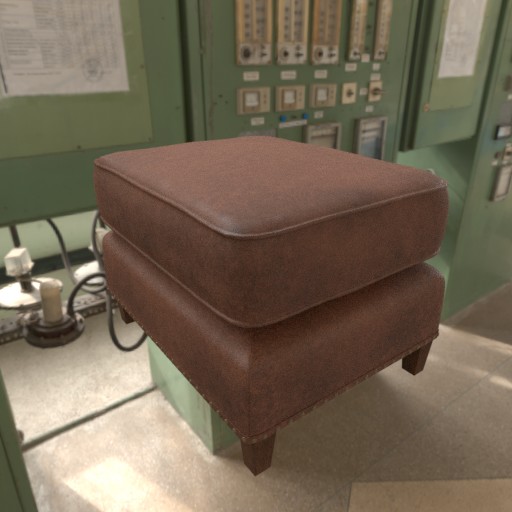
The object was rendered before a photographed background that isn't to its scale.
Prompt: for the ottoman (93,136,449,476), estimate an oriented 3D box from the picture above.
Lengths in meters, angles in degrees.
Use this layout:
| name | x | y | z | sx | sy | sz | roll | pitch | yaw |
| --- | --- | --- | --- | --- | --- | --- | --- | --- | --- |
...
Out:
| name | x | y | z | sx | sy | sz | roll | pitch | yaw |
| --- | --- | --- | --- | --- | --- | --- | --- | --- | --- |
| ottoman | 0.000 | 0.000 | 1.125 | 0.589 | 0.537 | 0.738 | -17 | 29 | -33 |
